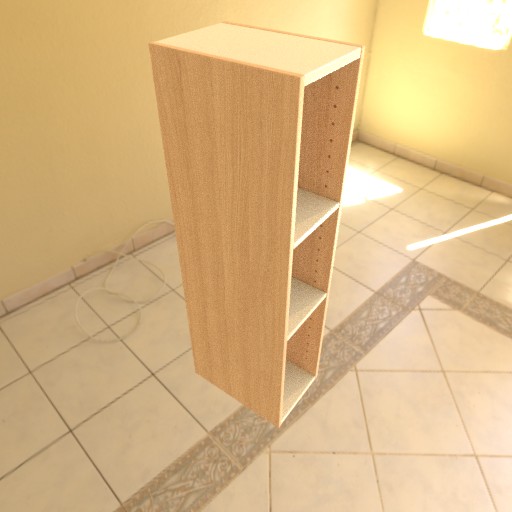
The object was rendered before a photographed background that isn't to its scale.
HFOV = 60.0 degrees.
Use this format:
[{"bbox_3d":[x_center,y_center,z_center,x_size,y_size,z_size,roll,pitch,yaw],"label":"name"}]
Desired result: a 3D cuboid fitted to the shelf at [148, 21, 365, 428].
[{"bbox_3d":[0.000,0.000,0.993,0.290,0.882,0.197,25,46,27],"label":"shelf"}]
